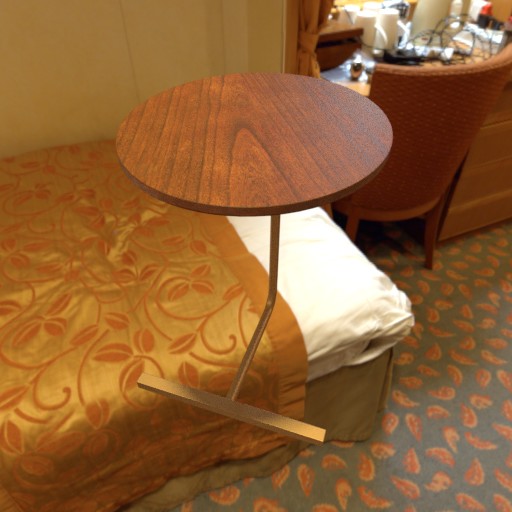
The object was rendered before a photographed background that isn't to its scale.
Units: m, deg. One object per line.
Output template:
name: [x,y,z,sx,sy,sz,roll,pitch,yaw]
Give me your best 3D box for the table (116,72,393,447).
table: [0.000,0.000,1.117,0.530,0.706,0.577,13,43,14]
